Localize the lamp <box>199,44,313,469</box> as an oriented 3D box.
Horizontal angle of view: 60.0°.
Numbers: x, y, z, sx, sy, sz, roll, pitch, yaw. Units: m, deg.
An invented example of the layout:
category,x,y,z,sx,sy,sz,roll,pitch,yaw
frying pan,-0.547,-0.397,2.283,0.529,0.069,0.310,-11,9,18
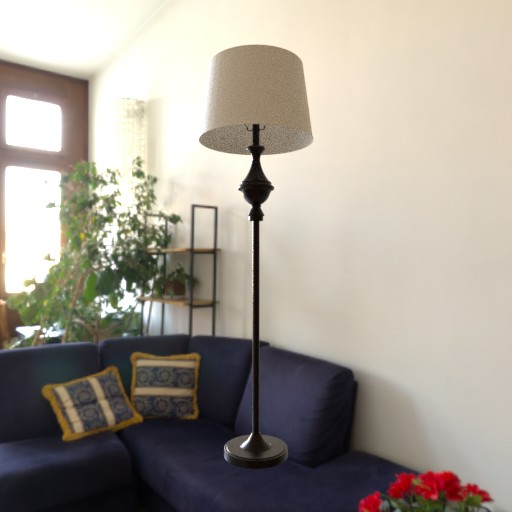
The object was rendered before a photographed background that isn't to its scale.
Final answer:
category,x,y,z,sx,sy,sz,roll,pitch,yaw
lamp,0.000,0.000,1.670,0.431,1.484,0.431,0,-1,0
